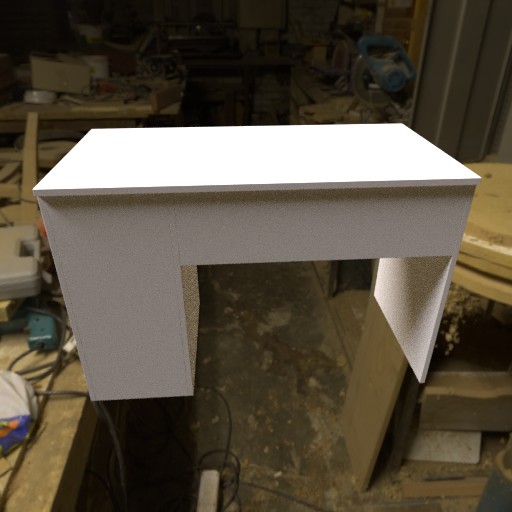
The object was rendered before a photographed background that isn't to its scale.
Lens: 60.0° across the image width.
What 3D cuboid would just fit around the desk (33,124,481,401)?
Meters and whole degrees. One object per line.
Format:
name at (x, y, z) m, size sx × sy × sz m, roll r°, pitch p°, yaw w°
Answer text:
desk at (0.000, 0.000, 1.500) m, size 1.096 × 0.730 × 0.560 m, roll -2°, pitch 30°, yaw -4°
